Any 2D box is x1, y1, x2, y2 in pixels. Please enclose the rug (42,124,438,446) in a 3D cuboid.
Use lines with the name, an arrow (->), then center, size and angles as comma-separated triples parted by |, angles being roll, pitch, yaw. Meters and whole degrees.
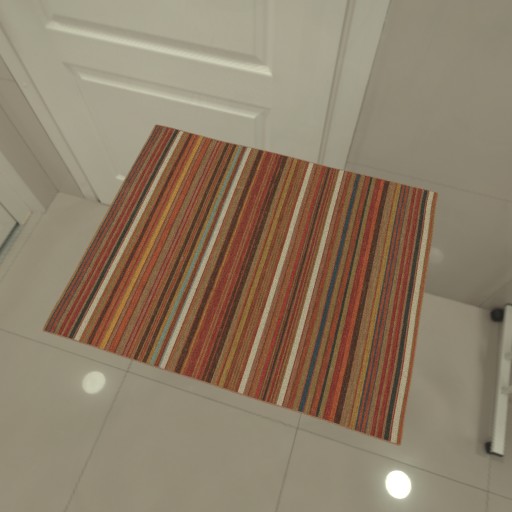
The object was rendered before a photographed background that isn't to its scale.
rug -> 0.000, 0.000, 4.128 | 3.092, 0.023, 2.479 | 16, 64, 8
